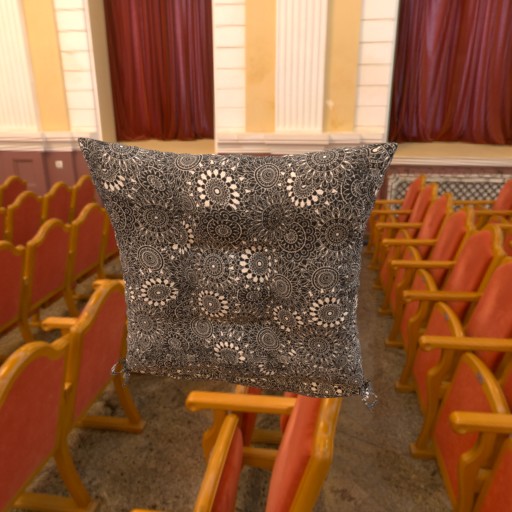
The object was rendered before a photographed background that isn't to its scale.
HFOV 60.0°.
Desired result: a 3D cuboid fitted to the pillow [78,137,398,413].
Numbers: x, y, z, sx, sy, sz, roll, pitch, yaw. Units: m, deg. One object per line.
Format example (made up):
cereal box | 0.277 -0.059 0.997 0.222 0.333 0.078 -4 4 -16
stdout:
pillow | 0.000 0.000 0.991 0.541 0.536 0.585 3 18 9
